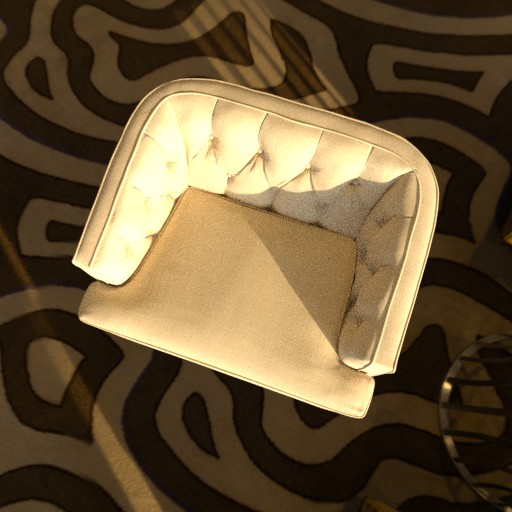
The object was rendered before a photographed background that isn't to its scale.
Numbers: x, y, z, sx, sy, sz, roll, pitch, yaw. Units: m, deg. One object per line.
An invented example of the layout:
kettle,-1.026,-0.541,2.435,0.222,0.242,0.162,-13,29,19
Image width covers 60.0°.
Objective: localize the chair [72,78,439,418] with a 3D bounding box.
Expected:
chair,0.000,0.000,1.731,1.118,0.787,0.914,18,75,5
